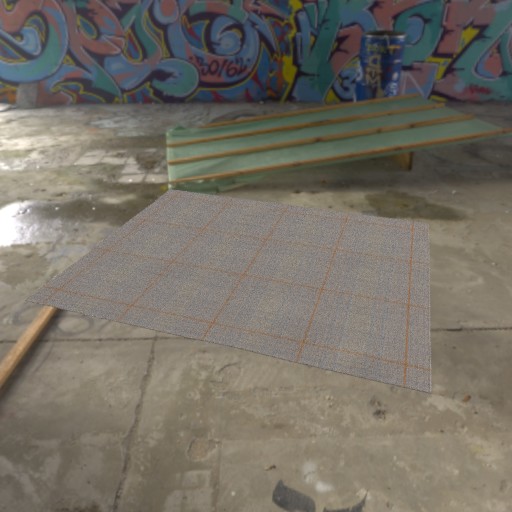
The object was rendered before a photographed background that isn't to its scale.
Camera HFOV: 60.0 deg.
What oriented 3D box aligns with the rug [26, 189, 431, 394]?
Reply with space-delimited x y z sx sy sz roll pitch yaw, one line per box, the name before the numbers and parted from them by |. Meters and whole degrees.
rug | 0.000 0.000 4.100 3.051 0.021 2.448 10 32 16
